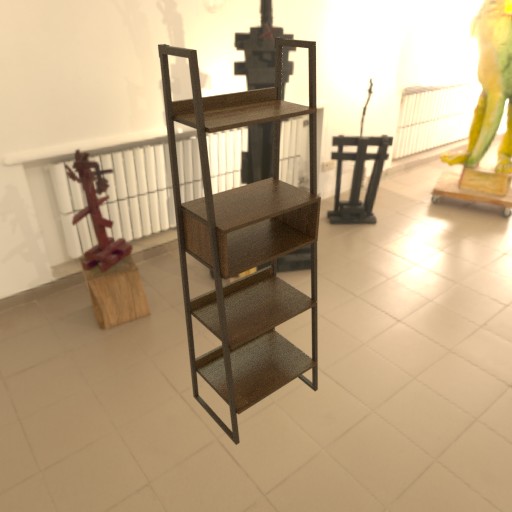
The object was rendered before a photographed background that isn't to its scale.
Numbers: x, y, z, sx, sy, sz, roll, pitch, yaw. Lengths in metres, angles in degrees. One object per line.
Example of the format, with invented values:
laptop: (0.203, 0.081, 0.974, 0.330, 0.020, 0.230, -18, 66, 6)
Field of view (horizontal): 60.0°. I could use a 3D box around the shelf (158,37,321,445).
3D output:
shelf: (0.000, 0.000, 2.309, 0.652, 2.005, 0.454, -22, 36, -33)
